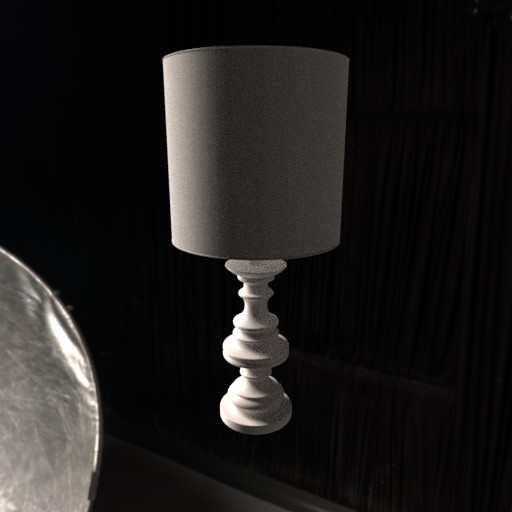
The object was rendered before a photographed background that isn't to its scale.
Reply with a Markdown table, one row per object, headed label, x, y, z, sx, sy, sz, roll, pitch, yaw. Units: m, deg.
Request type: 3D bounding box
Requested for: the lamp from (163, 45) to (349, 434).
| label | x | y | z | sx | sy | sz | roll | pitch | yaw |
| --- | --- | --- | --- | --- | --- | --- | --- | --- | --- |
| lamp | 0.000 | 0.000 | 0.564 | 0.208 | 0.455 | 0.208 | 8 | 17 | 26 |
